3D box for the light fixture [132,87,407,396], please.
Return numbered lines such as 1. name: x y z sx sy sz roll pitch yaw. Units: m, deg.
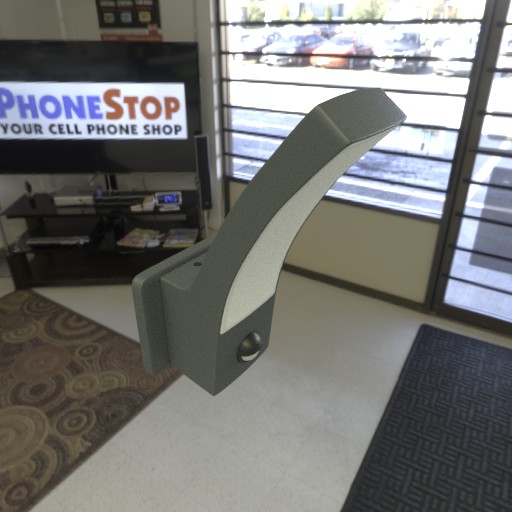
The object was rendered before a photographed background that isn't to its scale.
1. light fixture: 0.000 0.000 0.332 0.174 0.243 0.108 19 33 31
